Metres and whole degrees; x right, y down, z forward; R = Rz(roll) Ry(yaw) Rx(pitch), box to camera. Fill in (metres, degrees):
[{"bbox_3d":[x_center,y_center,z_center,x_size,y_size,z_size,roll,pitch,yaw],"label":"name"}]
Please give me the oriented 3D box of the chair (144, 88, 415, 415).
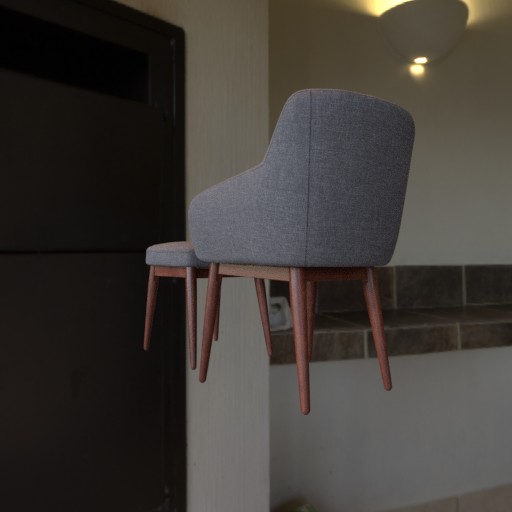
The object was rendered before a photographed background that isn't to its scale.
[{"bbox_3d":[0.000,0.000,1.555,0.584,0.799,1.107,0,0,-37],"label":"chair"}]
